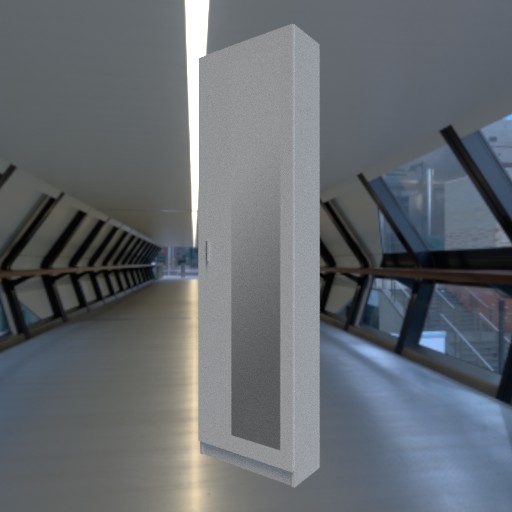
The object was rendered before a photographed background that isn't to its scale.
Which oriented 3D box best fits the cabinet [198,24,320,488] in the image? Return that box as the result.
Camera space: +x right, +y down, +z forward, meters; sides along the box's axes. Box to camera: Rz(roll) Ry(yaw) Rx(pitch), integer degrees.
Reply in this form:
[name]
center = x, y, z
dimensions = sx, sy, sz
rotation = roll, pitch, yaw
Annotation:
[cabinet]
center = 0.000, 0.000, 1.932
dimensions = 0.500, 1.790, 0.230
rotation = 0, 0, 36
